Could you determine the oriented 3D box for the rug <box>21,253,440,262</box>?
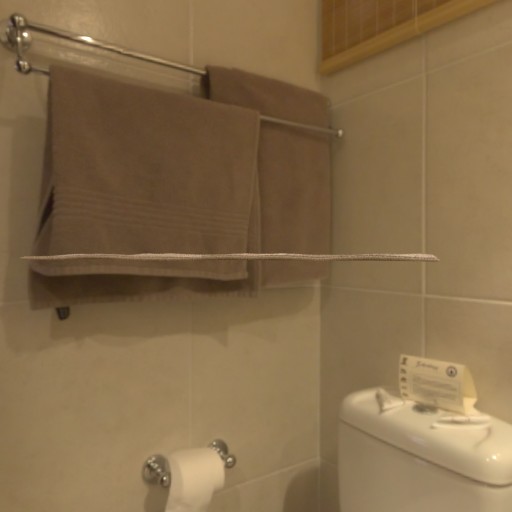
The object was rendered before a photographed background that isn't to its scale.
[{"bbox_3d":[0.000,0.000,0.884,0.642,0.008,0.551,0,1,18],"label":"rug"}]
